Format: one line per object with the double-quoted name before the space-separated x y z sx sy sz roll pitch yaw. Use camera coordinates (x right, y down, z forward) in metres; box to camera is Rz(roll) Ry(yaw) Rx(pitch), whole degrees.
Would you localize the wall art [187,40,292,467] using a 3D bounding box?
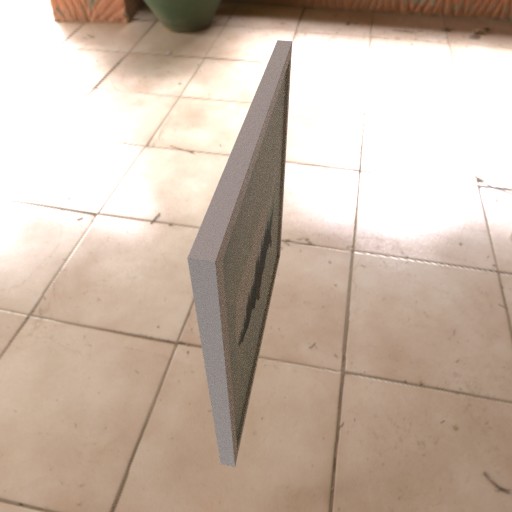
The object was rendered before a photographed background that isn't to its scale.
"wall art" 0.000 0.000 1.113 0.038 0.762 0.762 8 47 7
